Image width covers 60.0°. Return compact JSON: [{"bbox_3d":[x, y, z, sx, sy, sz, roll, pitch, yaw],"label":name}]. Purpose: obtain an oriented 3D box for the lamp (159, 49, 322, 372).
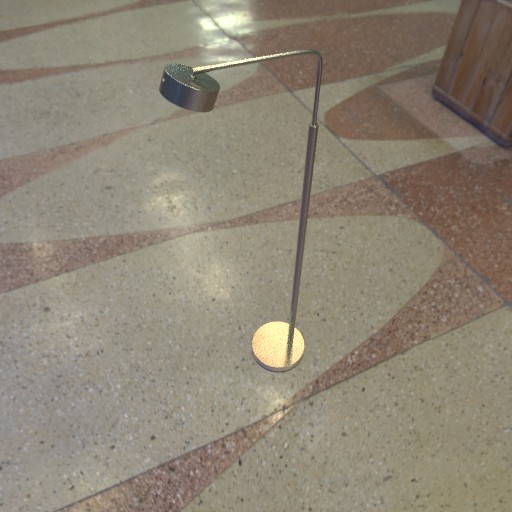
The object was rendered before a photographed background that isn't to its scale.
[{"bbox_3d":[0.000,0.000,1.387,0.421,1.250,0.222,-16,50,-14],"label":"lamp"}]
